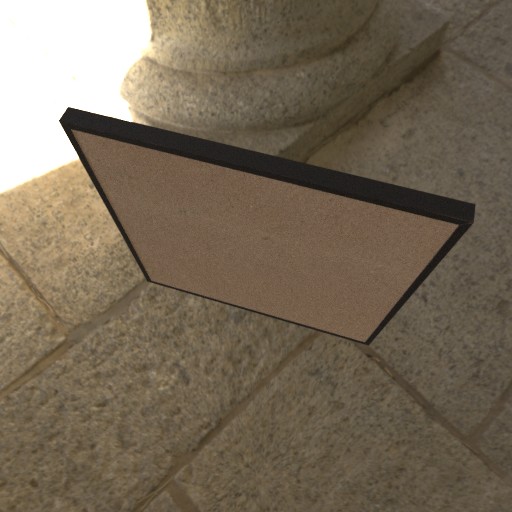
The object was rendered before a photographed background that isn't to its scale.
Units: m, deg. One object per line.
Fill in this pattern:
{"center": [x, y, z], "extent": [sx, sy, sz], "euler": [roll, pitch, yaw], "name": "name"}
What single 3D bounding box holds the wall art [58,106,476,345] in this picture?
{"center": [0.000, 0.000, 1.128], "extent": [0.762, 0.762, 0.038], "euler": [15, 64, 7], "name": "wall art"}
